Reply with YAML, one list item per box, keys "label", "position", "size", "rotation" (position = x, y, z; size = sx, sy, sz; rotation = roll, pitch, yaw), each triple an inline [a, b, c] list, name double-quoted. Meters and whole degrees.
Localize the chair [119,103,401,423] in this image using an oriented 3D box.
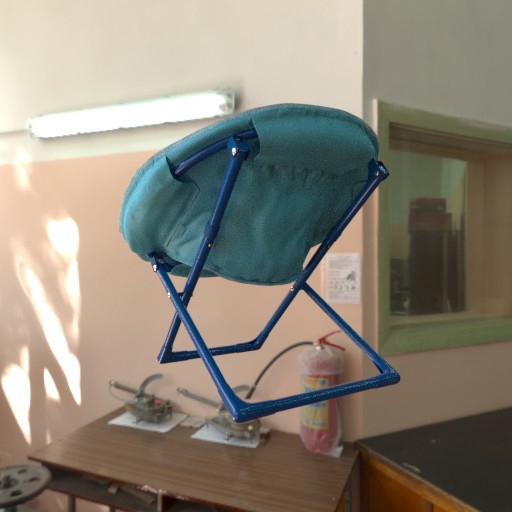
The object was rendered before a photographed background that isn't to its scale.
- label: "chair"
  position: [0.000, 0.000, 0.902]
  size: [0.520, 0.478, 0.465]
  rotation: [0, 0, -34]
